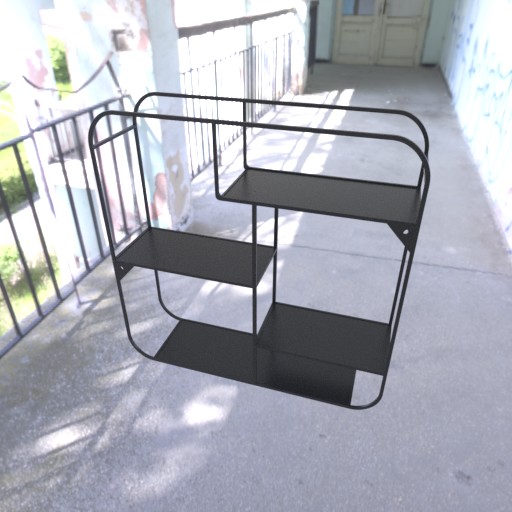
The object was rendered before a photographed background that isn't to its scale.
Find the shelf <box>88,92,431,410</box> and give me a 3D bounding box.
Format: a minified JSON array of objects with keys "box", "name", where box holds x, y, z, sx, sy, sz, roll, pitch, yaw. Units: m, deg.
[{"box":[0.000,0.000,0.932,0.600,0.600,0.160,10,33,15],"name":"shelf"}]
